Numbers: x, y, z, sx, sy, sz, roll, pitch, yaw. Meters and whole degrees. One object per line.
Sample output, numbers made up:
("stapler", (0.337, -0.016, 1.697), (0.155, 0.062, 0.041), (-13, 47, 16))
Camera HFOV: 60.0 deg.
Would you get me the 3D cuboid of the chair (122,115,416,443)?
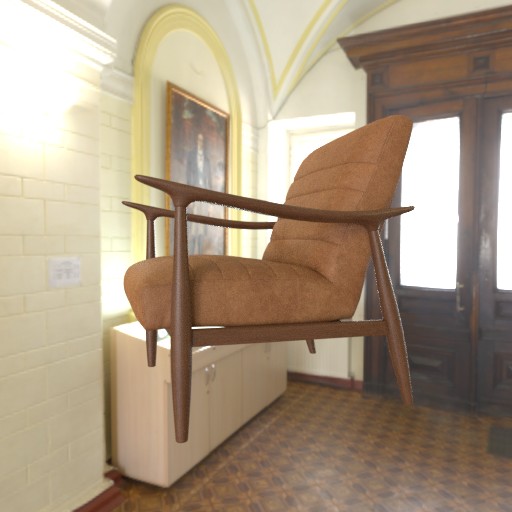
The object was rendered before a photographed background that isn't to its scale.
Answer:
("chair", (0.000, 0.000, 1.422), (0.798, 0.832, 0.741), (-1, 2, -19))
